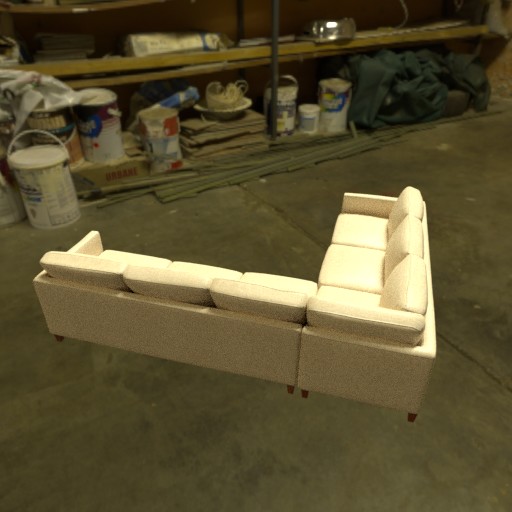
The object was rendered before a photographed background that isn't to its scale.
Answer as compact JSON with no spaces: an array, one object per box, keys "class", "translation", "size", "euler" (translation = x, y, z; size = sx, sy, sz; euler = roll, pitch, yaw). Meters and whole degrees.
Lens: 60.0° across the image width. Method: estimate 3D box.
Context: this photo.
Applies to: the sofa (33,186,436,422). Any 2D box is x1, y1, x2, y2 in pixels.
[{"class":"sofa","translation":[0.000,0.000,4.528],"size":[3.302,0.947,2.593],"euler":[9,34,14]}]
